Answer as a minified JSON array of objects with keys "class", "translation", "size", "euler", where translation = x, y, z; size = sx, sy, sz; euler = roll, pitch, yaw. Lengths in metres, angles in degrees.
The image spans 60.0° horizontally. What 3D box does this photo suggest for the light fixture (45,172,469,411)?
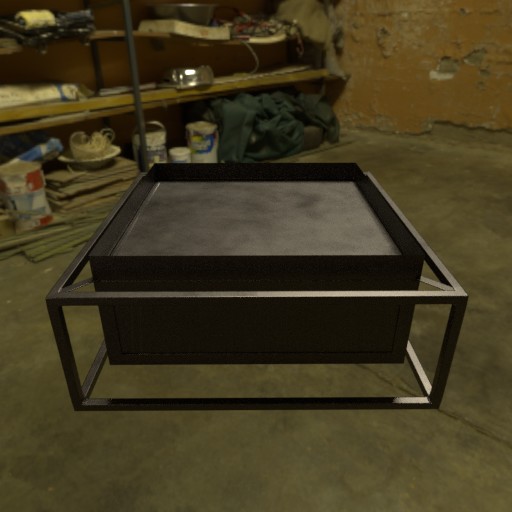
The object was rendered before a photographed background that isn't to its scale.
[{"class":"light fixture","translation":[0.000,0.000,0.686],"size":[0.441,0.191,0.441],"euler":[0,27,0]}]
